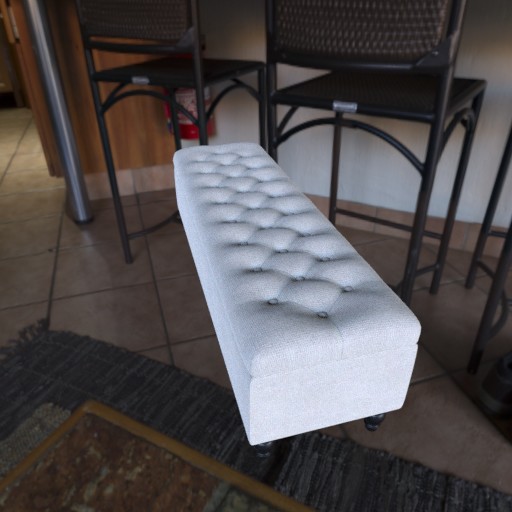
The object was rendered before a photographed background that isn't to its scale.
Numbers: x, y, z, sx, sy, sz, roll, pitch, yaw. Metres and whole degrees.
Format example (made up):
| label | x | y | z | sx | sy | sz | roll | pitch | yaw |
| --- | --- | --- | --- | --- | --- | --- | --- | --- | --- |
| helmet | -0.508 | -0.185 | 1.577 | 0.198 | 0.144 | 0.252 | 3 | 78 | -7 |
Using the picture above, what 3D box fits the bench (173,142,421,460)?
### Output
| label | x | y | z | sx | sy | sz | roll | pitch | yaw |
| --- | --- | --- | --- | --- | --- | --- | --- | --- | --- |
| bench | 0.000 | 0.000 | 1.738 | 0.455 | 0.467 | 1.480 | -8 | 33 | -13 |
